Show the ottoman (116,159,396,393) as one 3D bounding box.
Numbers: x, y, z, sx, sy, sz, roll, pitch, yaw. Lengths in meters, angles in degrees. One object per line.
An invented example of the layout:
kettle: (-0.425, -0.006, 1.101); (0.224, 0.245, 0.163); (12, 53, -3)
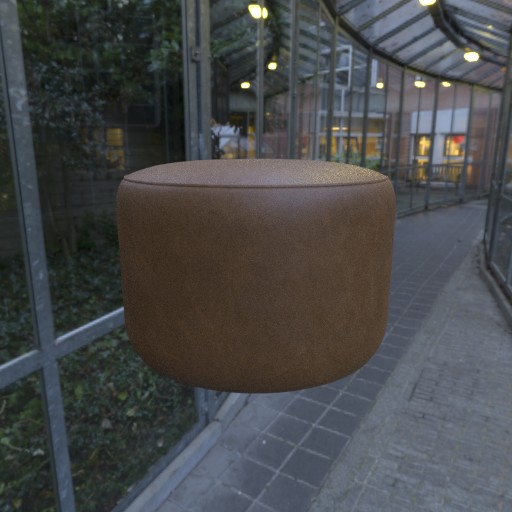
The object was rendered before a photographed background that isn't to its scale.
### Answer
ottoman: (0.000, 0.000, 1.035); (0.607, 0.438, 0.607); (0, 14, 0)
